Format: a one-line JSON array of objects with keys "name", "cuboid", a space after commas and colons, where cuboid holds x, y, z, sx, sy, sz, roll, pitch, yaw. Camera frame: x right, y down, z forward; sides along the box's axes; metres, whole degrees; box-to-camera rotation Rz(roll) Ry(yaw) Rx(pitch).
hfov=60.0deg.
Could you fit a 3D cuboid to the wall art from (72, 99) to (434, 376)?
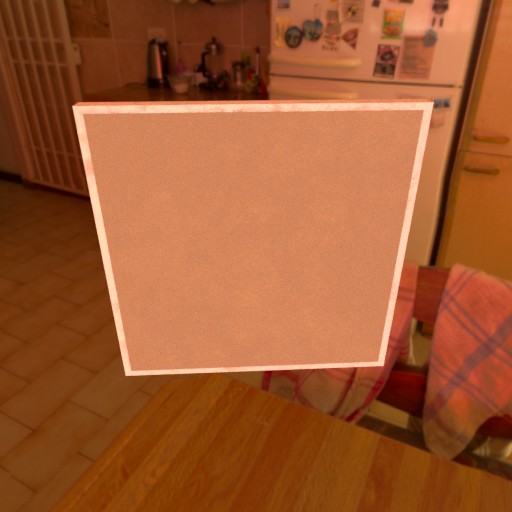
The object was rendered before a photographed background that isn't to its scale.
[{"name": "wall art", "cuboid": [0.000, 0.000, 1.135, 0.760, 0.757, 0.038, -2, 30, -3]}]
